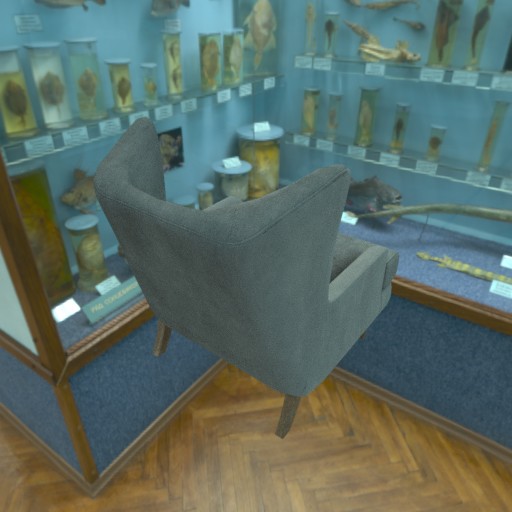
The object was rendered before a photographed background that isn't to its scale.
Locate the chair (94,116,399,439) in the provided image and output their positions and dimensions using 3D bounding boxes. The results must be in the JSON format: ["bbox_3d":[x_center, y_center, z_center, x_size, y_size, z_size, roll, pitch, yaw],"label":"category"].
[{"bbox_3d":[0.000,0.000,1.632,0.784,0.950,0.906,22,38,31],"label":"chair"}]
